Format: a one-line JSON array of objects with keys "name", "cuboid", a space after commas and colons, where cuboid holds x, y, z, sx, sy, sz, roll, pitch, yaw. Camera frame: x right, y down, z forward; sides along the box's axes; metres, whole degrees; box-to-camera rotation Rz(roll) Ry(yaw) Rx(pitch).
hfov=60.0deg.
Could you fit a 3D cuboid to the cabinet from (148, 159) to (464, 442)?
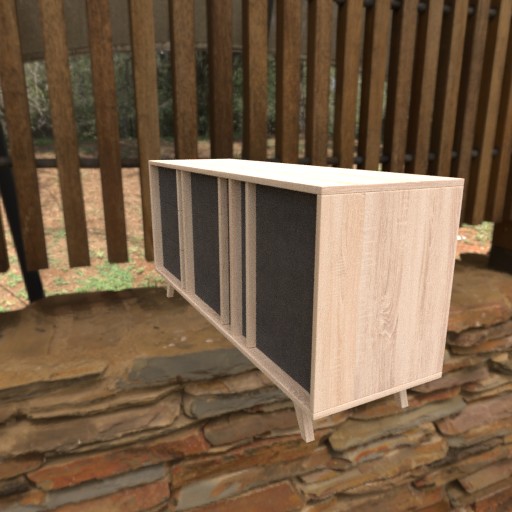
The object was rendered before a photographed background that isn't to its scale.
[{"name": "cabinet", "cuboid": [0.000, 0.000, 1.972, 0.500, 0.780, 1.650, -7, 16, -26]}]
